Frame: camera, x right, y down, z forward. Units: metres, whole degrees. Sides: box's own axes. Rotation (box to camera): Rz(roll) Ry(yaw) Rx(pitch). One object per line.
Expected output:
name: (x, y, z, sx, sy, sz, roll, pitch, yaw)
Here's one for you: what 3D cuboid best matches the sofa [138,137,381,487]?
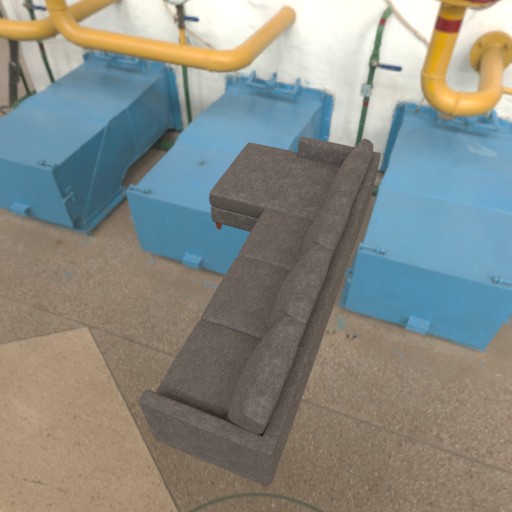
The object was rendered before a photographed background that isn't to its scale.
sofa: (0.000, 0.000, 4.119, 1.606, 0.954, 3.471, 16, 48, 15)
